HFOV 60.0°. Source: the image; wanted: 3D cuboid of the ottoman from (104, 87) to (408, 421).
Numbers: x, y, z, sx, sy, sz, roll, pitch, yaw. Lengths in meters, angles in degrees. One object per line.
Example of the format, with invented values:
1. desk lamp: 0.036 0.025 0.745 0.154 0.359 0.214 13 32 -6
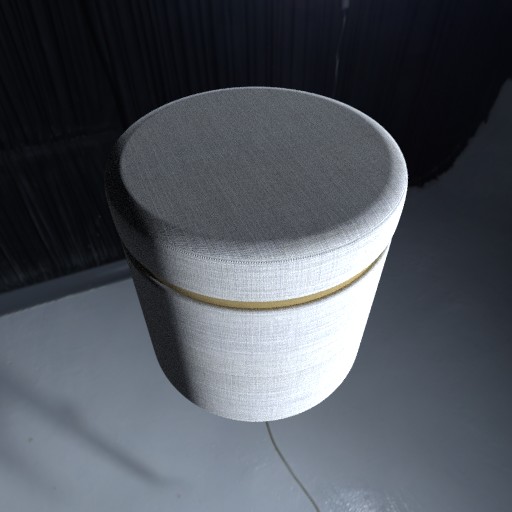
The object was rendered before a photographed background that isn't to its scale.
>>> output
1. ottoman: 0.000 0.000 0.730 0.400 0.406 0.400 0 46 0
